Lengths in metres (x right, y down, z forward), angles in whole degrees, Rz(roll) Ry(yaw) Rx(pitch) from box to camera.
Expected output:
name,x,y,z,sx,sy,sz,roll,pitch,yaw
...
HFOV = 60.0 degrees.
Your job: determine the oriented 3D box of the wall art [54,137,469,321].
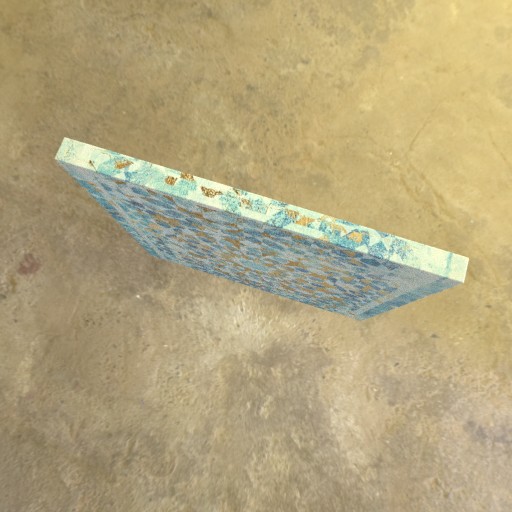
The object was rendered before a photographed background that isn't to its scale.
name,x,y,z,sx,sy,sz,roll,pitch,yaw
wall art,0.000,0.000,0.928,0.609,0.609,0.040,17,77,4
